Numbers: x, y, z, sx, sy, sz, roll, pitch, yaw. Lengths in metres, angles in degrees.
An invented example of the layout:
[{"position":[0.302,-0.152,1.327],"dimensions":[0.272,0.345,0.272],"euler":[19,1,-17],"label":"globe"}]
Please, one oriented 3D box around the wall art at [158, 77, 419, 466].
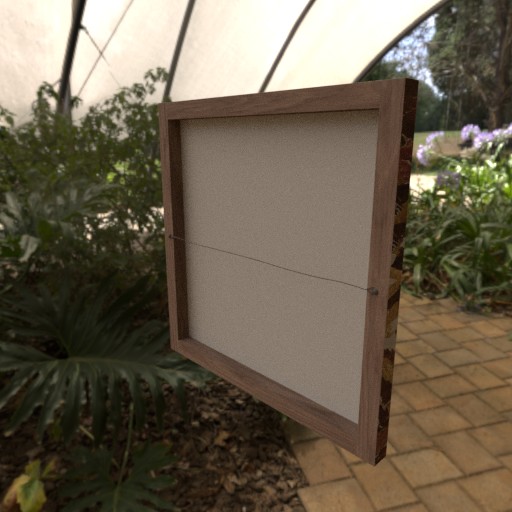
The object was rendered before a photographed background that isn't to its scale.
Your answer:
[{"position":[0.000,0.000,0.892],"dimensions":[0.041,0.613,0.609],"euler":[-14,20,-42],"label":"wall art"}]
